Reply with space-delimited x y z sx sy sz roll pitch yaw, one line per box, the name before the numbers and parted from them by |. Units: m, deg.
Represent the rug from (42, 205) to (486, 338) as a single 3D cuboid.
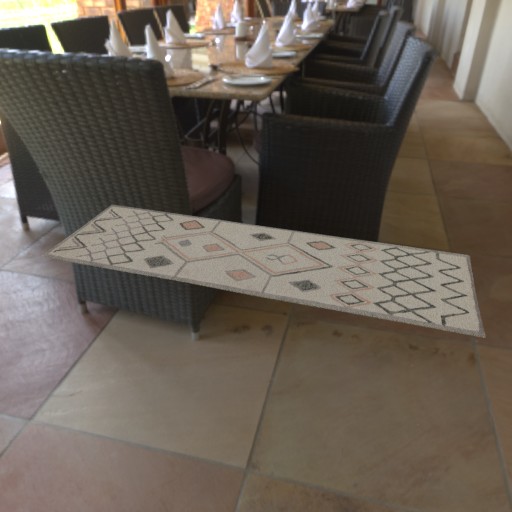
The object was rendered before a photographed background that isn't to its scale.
rug | 0.000 0.000 2.640 2.435 0.011 0.750 9 33 14
